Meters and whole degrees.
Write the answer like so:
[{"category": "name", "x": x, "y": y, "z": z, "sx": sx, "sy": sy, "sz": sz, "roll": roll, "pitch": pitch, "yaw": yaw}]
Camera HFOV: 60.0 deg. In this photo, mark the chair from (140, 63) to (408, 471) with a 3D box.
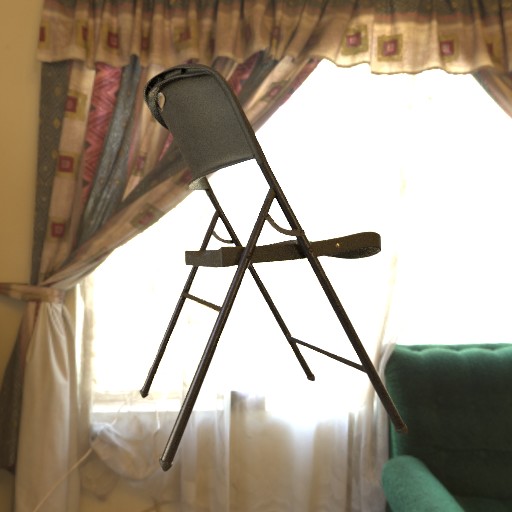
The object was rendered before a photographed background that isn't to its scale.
[{"category": "chair", "x": 0.000, "y": 0.000, "z": 1.145, "sx": 0.566, "sy": 0.810, "sz": 0.494, "roll": 0, "pitch": 0, "yaw": -19}]
